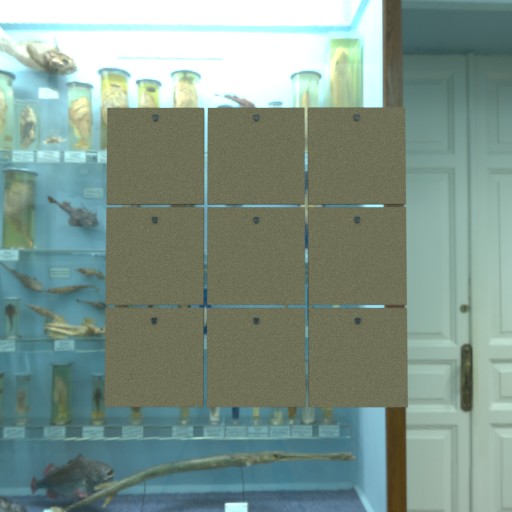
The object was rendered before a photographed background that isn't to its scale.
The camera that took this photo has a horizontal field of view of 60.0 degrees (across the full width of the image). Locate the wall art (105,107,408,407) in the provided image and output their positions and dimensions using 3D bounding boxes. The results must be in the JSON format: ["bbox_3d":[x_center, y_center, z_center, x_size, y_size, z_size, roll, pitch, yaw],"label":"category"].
[{"bbox_3d":[0.000,0.000,1.339,0.906,0.904,0.018,0,-2,0],"label":"wall art"}]
